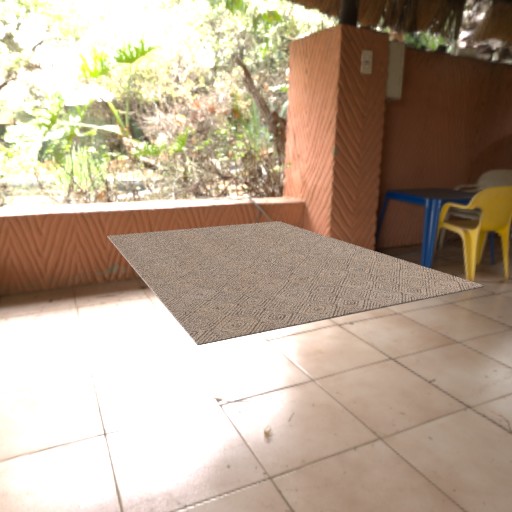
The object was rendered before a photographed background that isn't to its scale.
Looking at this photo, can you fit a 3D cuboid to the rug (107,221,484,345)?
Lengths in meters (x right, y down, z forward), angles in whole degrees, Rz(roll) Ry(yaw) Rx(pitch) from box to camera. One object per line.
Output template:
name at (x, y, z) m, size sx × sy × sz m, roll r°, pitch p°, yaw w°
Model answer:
rug at (0.000, 0.000, 2.972) m, size 1.593 × 0.008 × 2.238 m, roll -7°, pitch 16°, yaw -25°
